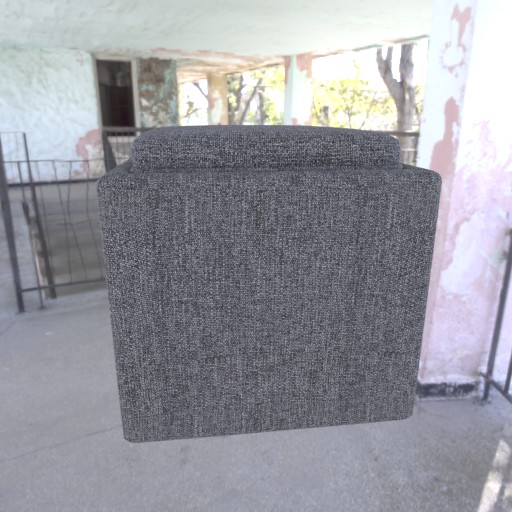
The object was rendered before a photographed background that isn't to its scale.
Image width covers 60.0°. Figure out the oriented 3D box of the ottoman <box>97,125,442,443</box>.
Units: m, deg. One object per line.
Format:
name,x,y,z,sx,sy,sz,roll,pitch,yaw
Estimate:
ottoman,0.000,0.000,0.816,0.450,0.460,0.450,-2,18,-7
